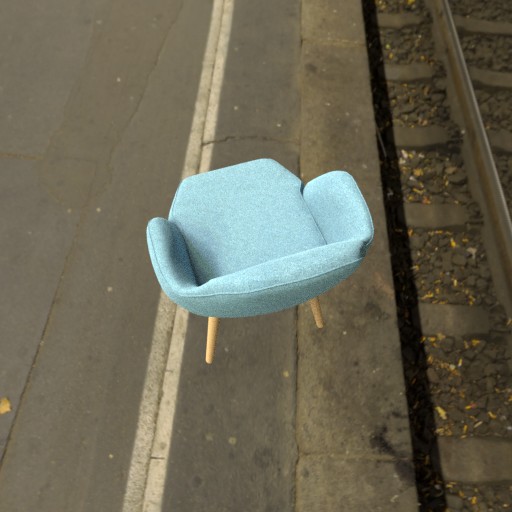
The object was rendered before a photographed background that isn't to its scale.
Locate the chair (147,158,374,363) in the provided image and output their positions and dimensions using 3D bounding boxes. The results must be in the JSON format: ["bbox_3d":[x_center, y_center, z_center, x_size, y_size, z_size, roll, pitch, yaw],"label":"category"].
[{"bbox_3d":[0.000,0.000,1.374,0.589,0.920,0.666,-16,61,-9],"label":"chair"}]
